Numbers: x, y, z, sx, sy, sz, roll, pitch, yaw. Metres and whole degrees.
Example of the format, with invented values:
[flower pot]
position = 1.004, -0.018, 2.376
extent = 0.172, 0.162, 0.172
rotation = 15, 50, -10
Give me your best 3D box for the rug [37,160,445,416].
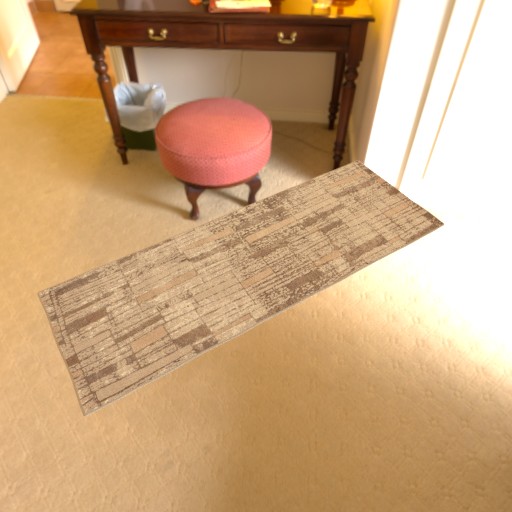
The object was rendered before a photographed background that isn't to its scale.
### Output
[rug]
position = 0.000, 0.000, 2.685
extent = 2.383, 0.018, 0.857
rotation = -25, 52, -22
